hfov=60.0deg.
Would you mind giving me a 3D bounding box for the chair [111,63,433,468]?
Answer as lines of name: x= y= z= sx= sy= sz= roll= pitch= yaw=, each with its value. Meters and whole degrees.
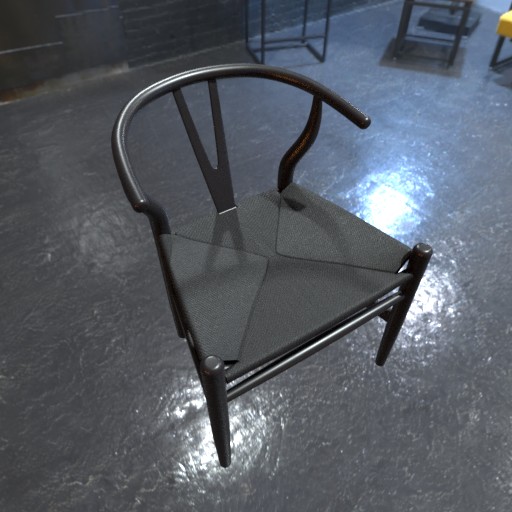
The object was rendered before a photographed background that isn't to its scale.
chair: x=0.000 y=0.000 z=1.106 sx=0.569 sy=0.730 sz=0.579 roll=-25 pitch=51 yaw=-22
